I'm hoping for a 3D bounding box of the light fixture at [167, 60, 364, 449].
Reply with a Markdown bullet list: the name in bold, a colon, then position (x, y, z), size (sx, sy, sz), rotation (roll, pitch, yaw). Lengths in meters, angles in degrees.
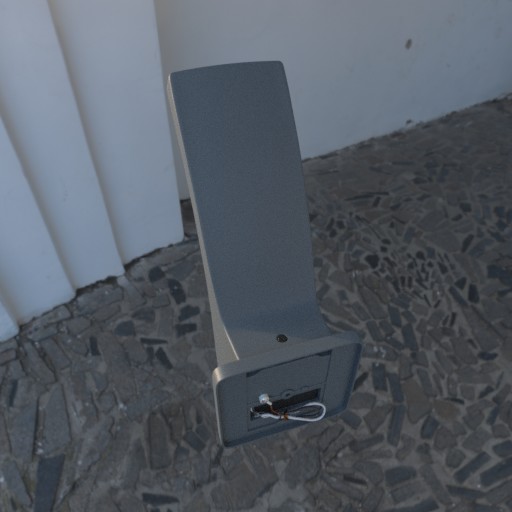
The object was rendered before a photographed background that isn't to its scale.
- **light fixture**: position (0.000, 0.000, 0.339), size (0.108, 0.243, 0.174), rotation (-12, 43, -13)
